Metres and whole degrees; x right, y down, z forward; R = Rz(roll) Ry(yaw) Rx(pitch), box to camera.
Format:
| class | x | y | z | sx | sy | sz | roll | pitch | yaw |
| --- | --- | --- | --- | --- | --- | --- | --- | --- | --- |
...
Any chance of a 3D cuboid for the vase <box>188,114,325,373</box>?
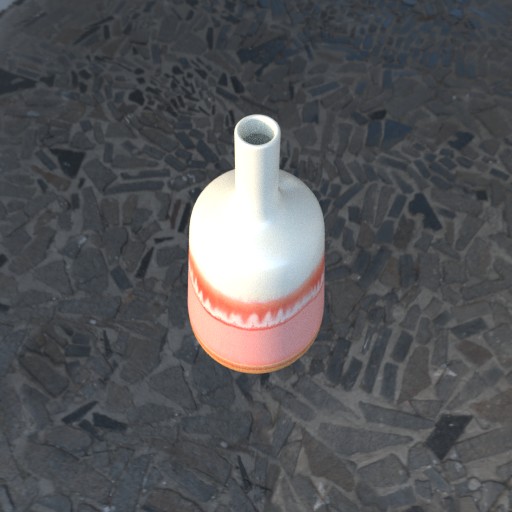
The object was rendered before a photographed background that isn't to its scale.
| class | x | y | z | sx | sy | sz | roll | pitch | yaw |
| --- | --- | --- | --- | --- | --- | --- | --- | --- | --- |
| vase | 0.000 | 0.000 | 0.381 | 0.144 | 0.296 | 0.144 | 0 | 62 | 0 |
